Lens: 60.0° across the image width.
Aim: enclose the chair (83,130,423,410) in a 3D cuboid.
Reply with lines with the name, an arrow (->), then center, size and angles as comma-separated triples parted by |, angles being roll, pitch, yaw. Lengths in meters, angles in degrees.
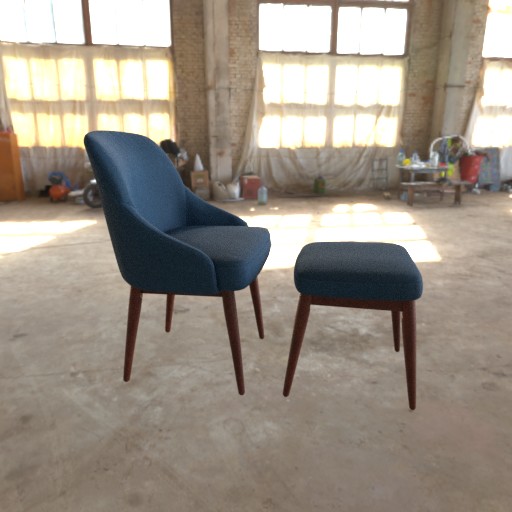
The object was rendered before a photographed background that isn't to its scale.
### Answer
chair -> 0.000, 0.000, 1.589 | 1.114, 0.866, 0.584 | 3, 16, 10
